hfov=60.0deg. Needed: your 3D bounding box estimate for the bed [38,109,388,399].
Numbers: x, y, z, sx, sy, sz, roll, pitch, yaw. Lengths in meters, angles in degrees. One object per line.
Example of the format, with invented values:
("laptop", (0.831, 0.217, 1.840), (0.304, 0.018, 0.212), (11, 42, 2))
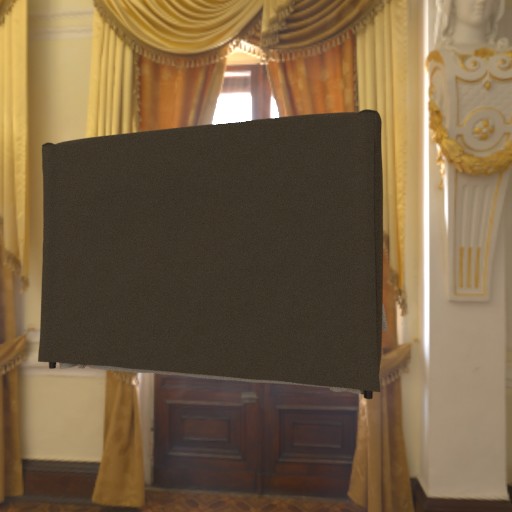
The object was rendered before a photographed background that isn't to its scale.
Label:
("bed", (0.000, 0.000, 3.343), (1.925, 1.332, 2.276), (0, -1, 18))
